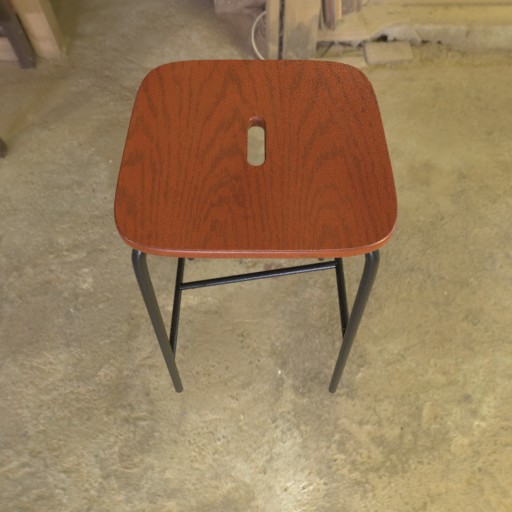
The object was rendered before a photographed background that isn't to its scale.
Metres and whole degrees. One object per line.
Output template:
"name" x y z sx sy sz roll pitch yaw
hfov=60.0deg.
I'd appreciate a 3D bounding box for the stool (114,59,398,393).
"stool" 0.000 0.000 0.867 0.376 0.610 0.376 0 59 0
